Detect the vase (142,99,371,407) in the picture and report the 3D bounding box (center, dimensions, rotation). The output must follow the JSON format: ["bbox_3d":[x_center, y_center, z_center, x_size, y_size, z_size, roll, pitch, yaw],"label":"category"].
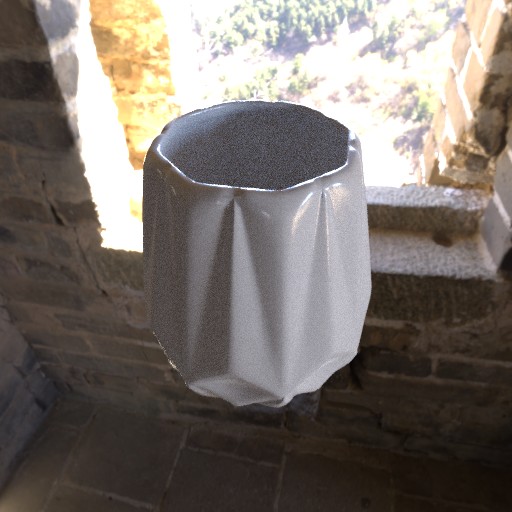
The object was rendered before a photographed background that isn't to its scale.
[{"bbox_3d":[0.000,0.000,0.264,0.141,0.152,0.141,0,41,0],"label":"vase"}]
